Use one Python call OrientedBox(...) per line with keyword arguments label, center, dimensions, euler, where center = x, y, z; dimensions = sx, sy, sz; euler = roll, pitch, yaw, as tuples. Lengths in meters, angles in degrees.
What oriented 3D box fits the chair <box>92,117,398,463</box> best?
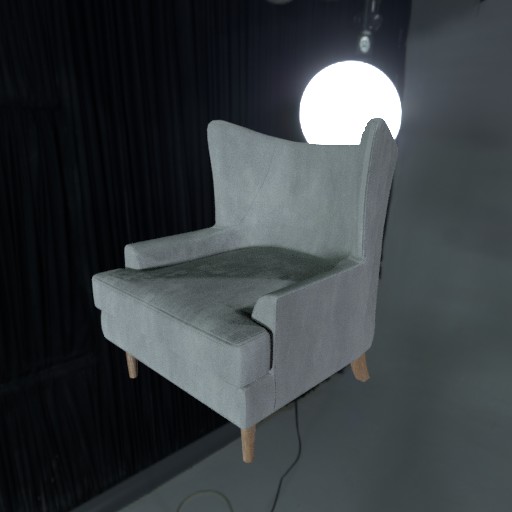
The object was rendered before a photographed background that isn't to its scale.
OrientedBox(label="chair", center=(0.000, 0.000, 1.599), dimensions=(0.784, 0.950, 0.906), euler=(15, 22, 43))
